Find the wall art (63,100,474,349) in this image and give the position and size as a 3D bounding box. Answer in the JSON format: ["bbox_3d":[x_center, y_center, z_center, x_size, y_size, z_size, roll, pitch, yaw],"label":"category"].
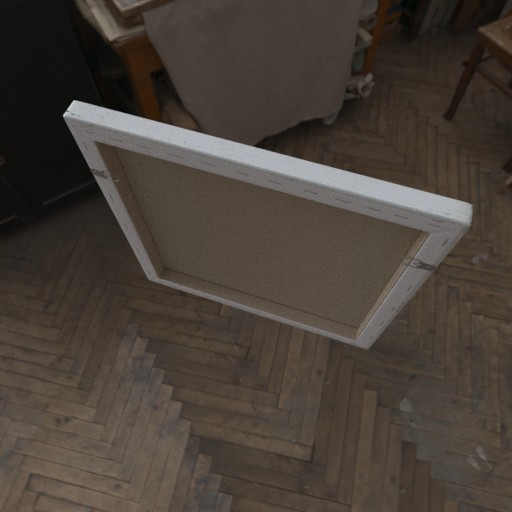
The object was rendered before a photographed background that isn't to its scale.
[{"bbox_3d":[0.000,0.000,0.904,0.610,0.611,0.040,17,64,8],"label":"wall art"}]
